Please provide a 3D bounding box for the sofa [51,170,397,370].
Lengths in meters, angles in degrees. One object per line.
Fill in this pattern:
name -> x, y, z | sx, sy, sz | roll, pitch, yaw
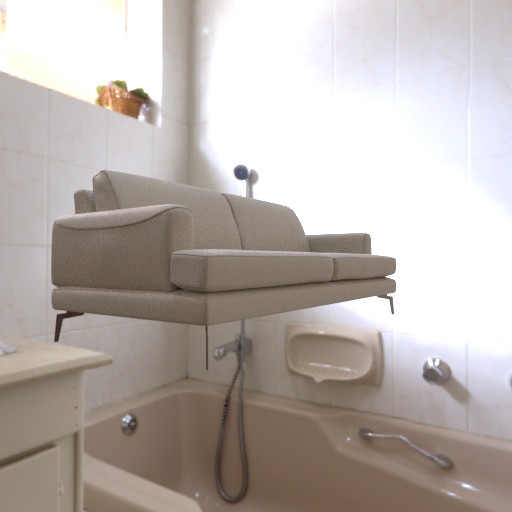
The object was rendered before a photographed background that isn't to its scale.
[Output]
sofa -> 0.000, 0.000, 2.466 | 0.974, 0.765, 1.940 | -1, -1, 35
